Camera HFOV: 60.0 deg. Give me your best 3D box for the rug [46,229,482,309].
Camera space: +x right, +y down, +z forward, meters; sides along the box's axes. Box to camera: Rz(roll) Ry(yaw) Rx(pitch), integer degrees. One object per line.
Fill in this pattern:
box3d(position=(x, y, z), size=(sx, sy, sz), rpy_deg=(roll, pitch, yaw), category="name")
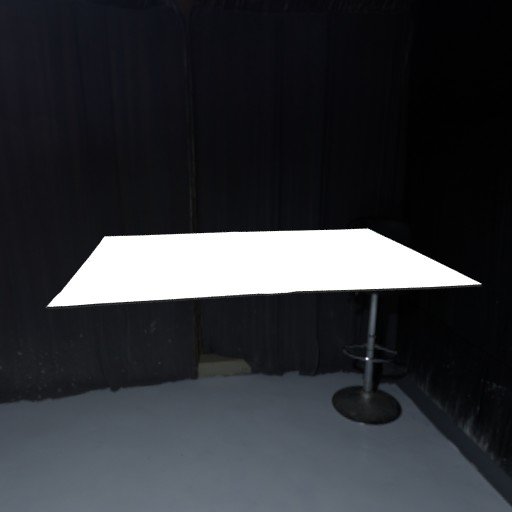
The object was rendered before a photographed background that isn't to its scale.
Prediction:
box3d(position=(0.000, 0.000, 3.818), size=(2.869, 0.038, 2.032), rpy_deg=(-2, 15, -8), category="rug")
